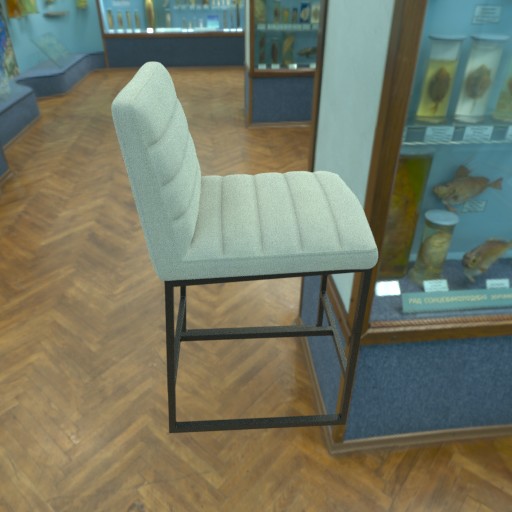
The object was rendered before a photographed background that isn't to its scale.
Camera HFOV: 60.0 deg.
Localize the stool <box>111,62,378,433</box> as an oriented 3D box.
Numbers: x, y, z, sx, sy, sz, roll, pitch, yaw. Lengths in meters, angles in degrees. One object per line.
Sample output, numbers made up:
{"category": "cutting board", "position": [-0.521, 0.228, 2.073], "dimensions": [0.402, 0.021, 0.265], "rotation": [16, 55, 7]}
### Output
{"category": "stool", "position": [0.000, 0.000, 1.261], "dimensions": [0.567, 0.971, 0.459], "rotation": [-2, 33, -3]}
